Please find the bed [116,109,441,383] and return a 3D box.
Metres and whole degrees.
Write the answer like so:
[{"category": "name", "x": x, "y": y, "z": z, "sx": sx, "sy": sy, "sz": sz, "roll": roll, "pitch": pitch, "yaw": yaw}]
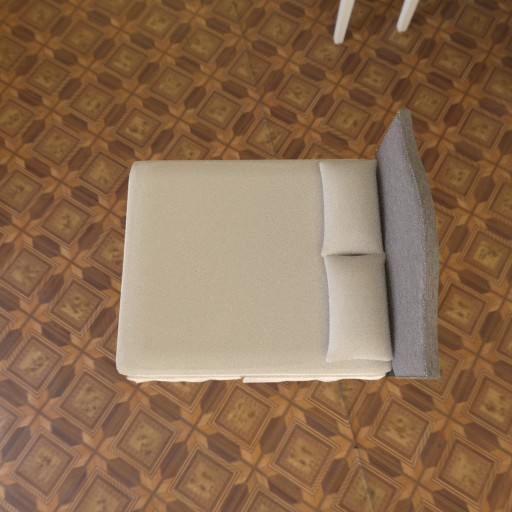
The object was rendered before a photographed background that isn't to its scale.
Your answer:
[{"category": "bed", "x": 0.000, "y": 0.000, "z": 2.914, "sx": 1.870, "sy": 1.295, "sz": 1.610, "roll": 0, "pitch": 75, "yaw": 0}]
